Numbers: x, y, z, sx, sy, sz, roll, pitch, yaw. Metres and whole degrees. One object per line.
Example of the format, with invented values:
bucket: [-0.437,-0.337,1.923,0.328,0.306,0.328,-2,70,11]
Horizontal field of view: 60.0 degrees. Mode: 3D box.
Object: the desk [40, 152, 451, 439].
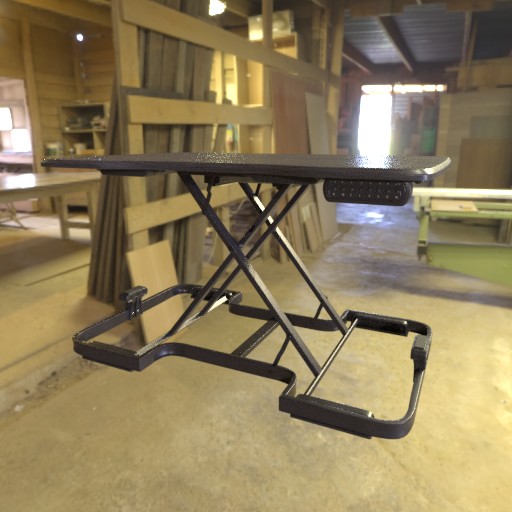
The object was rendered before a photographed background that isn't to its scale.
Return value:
desk: [0.000,0.000,1.081,0.820,0.470,0.546,7,16,25]
